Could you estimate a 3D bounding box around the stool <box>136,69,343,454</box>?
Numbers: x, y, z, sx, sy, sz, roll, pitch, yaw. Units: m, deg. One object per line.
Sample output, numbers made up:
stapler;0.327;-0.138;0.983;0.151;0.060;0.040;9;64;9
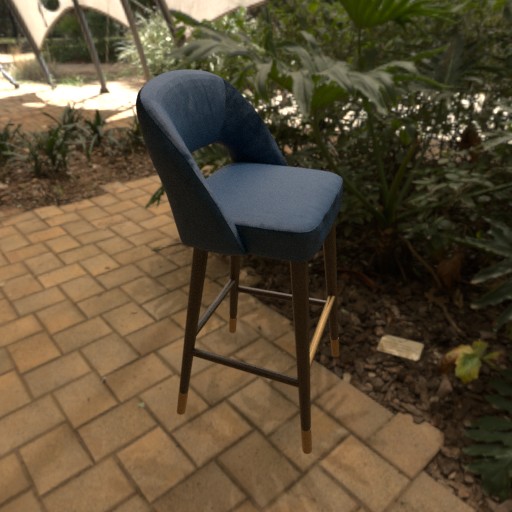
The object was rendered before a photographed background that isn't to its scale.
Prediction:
stool;0.000;0.000;1.336;0.515;1.016;0.514;10;31;17
